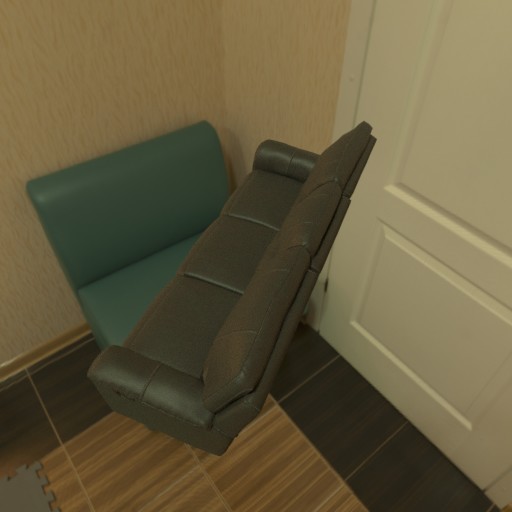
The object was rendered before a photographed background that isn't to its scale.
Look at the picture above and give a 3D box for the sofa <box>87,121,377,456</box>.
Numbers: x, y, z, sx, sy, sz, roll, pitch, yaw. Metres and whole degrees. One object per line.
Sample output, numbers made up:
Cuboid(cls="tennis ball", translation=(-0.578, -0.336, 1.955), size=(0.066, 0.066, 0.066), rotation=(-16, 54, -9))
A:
Cuboid(cls="sofa", translation=(0.000, 0.000, 3.220), size=(1.104, 1.134, 2.627), rotation=(17, 48, 16))
